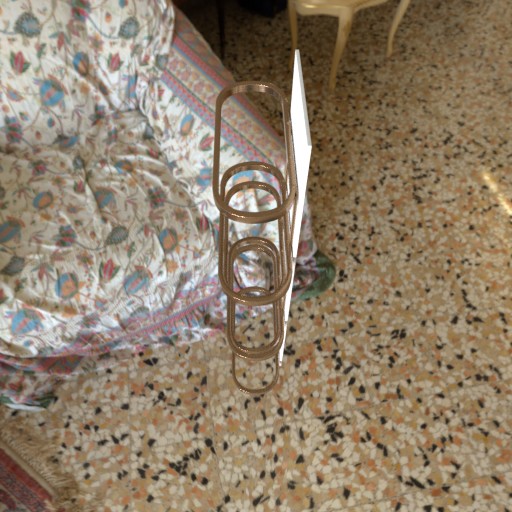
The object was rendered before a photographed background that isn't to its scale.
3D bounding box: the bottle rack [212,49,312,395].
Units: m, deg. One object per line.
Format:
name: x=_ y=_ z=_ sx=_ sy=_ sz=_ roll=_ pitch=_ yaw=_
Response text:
bottle rack: x=0.000 y=0.000 z=0.829 sx=0.118 sy=0.709 sz=0.332 roll=-1 pitch=57 yaw=-1
